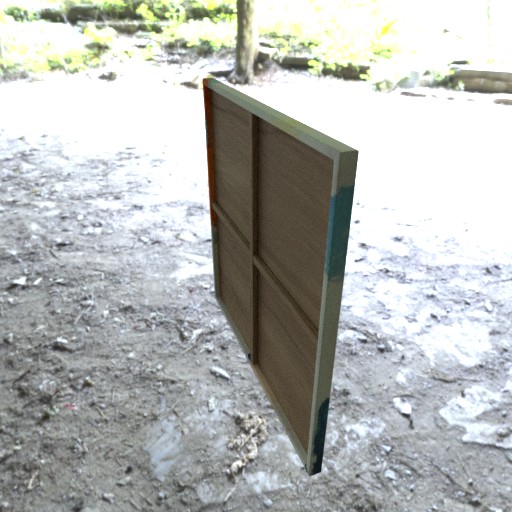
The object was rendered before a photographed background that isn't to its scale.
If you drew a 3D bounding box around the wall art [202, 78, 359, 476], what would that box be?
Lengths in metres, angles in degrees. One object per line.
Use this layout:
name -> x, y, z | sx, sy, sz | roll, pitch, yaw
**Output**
wall art -> 0.000, 0.000, 1.529 | 0.044, 1.017, 1.017 | -11, 32, -18
